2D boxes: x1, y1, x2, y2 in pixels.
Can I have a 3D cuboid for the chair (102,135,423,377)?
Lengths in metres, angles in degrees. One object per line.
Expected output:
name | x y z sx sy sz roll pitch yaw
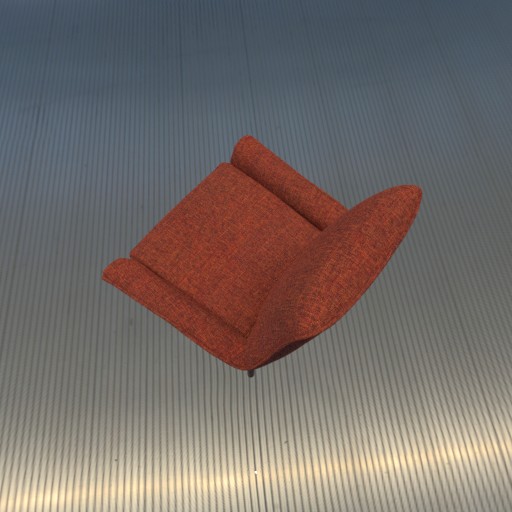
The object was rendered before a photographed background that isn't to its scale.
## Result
chair | 0.000 0.000 1.562 0.784 0.911 0.803 36 69 16
